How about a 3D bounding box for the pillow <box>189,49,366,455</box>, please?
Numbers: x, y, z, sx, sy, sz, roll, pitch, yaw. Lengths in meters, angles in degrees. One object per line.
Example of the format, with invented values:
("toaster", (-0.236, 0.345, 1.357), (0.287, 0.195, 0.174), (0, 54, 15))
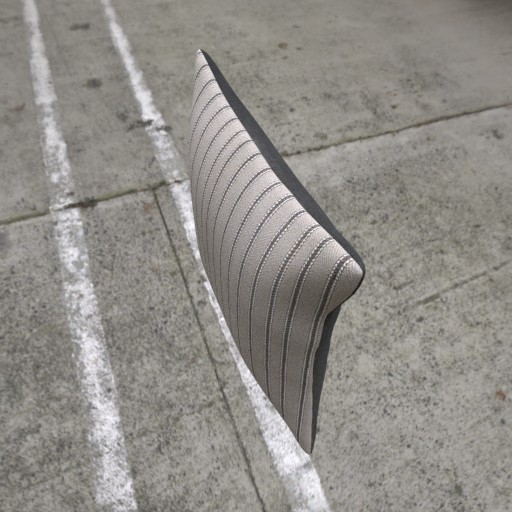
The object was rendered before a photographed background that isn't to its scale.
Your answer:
("pillow", (0.000, 0.000, 0.668), (0.138, 0.444, 0.468), (-17, 51, -14))
